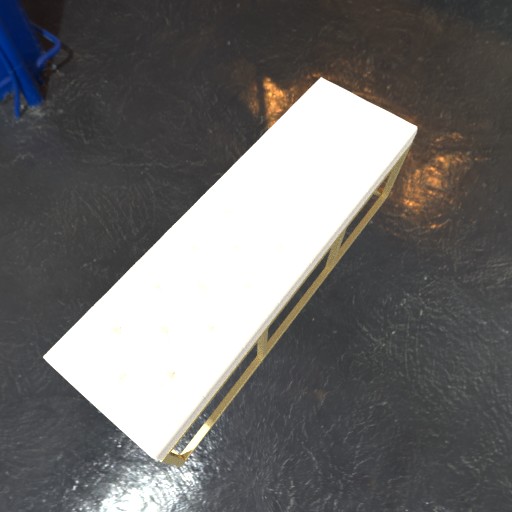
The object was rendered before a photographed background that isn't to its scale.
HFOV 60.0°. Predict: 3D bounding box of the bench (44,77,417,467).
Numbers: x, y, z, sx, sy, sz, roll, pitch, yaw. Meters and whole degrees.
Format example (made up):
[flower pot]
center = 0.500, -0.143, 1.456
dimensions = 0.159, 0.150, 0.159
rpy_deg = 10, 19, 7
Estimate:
[bench]
center = 0.000, 0.000, 1.695
dimensions = 0.457, 0.484, 1.473
rpy_deg = 34, 68, 16
